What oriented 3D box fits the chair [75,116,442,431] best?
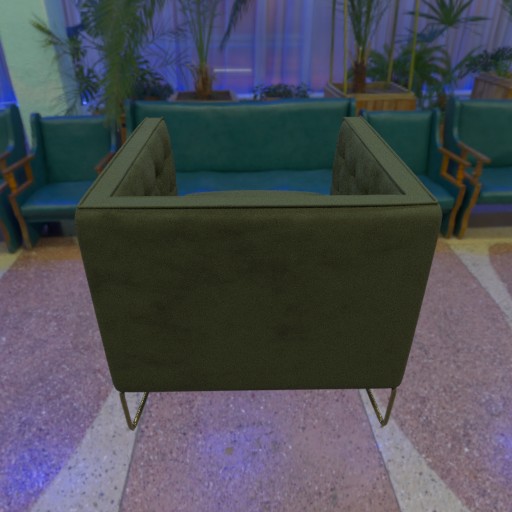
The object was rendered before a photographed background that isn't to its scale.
[{"bbox_3d":[0.000,0.000,1.577,0.880,0.790,0.894,-1,31,-1],"label":"chair"}]
